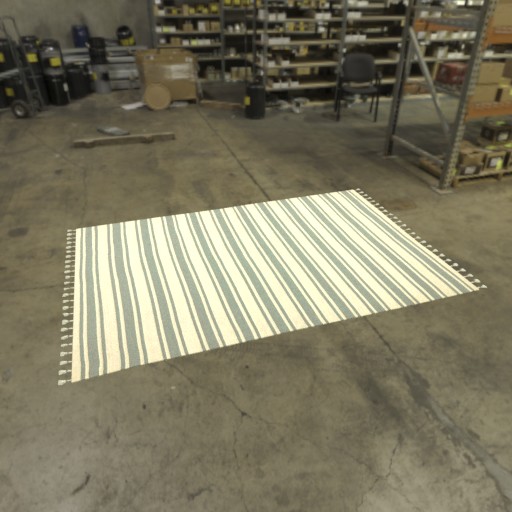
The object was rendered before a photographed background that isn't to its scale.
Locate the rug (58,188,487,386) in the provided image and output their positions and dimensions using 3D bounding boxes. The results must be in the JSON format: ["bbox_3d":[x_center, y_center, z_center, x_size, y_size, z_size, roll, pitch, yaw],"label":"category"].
[{"bbox_3d":[0.000,0.000,2.941,2.410,0.011,1.539,-10,34,-15],"label":"rug"}]
